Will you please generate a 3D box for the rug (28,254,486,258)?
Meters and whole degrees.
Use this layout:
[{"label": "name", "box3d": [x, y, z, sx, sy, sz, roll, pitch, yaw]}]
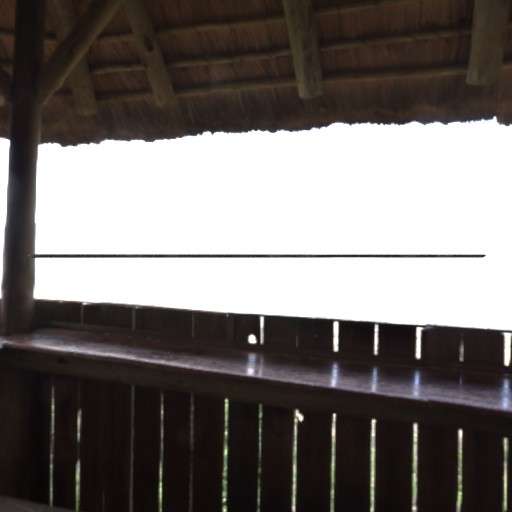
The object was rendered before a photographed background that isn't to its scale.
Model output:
[{"label": "rug", "box3d": [0.000, 0.000, 4.071, 3.000, 0.026, 2.399, 0, 0, -1]}]
